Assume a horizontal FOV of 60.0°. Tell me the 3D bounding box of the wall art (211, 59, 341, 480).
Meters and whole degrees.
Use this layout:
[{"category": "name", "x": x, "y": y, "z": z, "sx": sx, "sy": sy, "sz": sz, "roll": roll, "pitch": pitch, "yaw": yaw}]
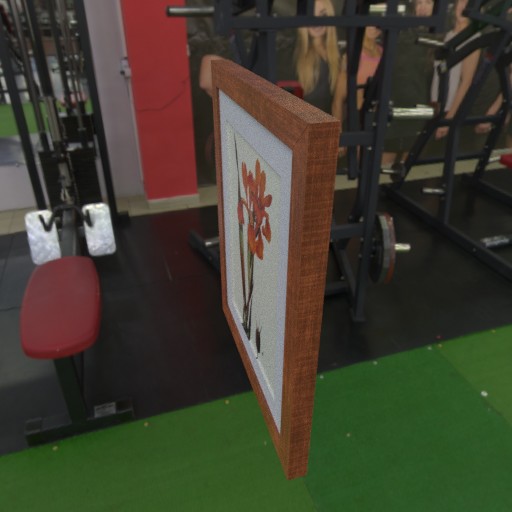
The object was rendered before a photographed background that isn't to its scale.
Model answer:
[{"category": "wall art", "x": 0.000, "y": 0.000, "z": 0.762, "sx": 0.033, "sy": 0.567, "sz": 0.467, "roll": -9, "pitch": 32, "yaw": -14}]
